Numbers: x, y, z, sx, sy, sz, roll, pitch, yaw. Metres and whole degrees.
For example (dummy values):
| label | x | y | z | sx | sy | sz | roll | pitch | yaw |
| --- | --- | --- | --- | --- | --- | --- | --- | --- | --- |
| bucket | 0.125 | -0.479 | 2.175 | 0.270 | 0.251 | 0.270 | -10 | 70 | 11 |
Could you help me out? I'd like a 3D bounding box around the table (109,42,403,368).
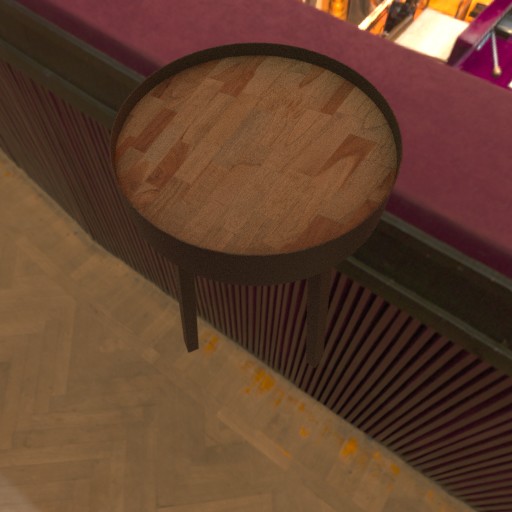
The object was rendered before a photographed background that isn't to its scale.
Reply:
| label | x | y | z | sx | sy | sz | roll | pitch | yaw |
| --- | --- | --- | --- | --- | --- | --- | --- | --- | --- |
| table | 0.000 | 0.000 | 0.917 | 0.406 | 0.686 | 0.406 | 33 | 65 | 18 |
